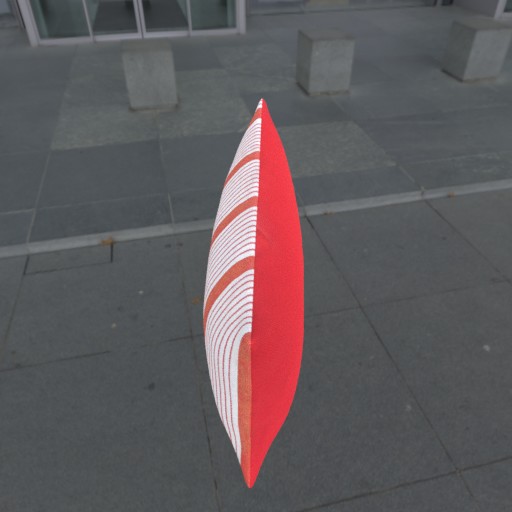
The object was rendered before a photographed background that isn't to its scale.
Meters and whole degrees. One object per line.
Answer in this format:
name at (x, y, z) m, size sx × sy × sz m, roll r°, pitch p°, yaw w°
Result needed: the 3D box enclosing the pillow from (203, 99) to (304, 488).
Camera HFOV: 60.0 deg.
pillow at (0.000, 0.000, 0.724) m, size 0.151 × 0.297 × 0.608 m, roll 1°, pitch 39°, yaw 1°
